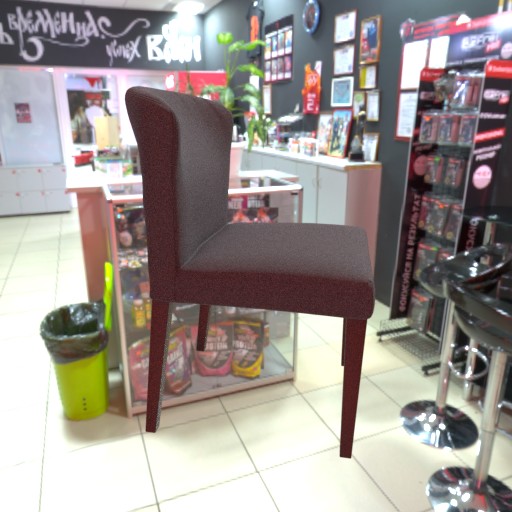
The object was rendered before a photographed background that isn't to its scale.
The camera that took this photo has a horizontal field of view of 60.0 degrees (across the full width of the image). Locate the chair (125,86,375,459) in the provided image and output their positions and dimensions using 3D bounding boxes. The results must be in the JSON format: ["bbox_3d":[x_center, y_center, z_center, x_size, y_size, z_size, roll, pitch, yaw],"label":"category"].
[{"bbox_3d":[0.000,0.000,1.170,0.592,0.839,0.491,3,18,10],"label":"chair"}]
